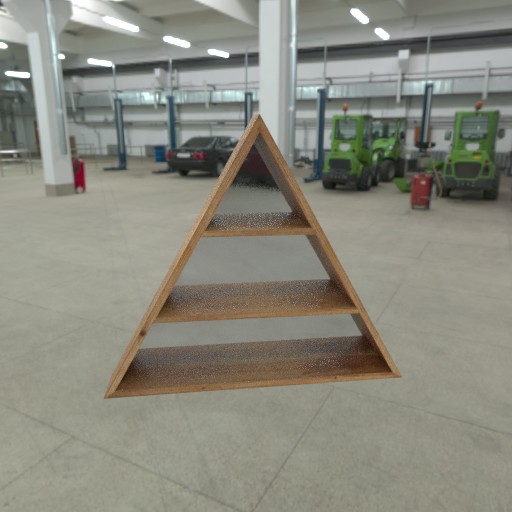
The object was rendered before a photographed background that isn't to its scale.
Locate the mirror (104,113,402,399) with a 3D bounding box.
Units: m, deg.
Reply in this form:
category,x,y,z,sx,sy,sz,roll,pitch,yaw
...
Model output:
category,x,y,z,sx,sy,sz,roll,pitch,yaw
mirror,0.000,0.000,0.902,0.631,0.548,0.100,-2,16,-7
